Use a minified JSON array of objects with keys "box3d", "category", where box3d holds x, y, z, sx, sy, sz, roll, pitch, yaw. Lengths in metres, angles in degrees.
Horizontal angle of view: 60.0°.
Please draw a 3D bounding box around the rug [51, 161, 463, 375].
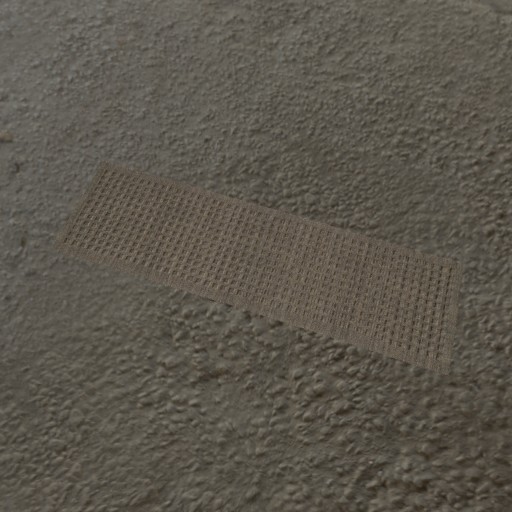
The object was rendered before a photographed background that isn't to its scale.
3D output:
[{"box3d":[0.000,0.000,2.721,2.443,0.009,0.706,17,65,8],"category":"rug"}]
